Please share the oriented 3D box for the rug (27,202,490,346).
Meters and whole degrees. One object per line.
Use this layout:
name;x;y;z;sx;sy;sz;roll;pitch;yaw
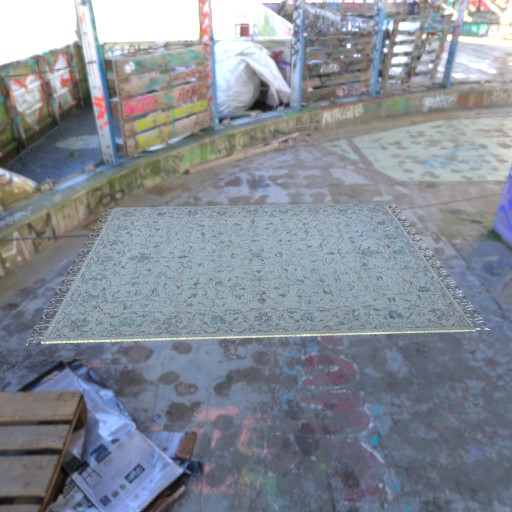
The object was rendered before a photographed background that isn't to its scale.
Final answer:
rug;0.000;0.000;2.237;1.802;0.008;1.247;-1;31;-2
